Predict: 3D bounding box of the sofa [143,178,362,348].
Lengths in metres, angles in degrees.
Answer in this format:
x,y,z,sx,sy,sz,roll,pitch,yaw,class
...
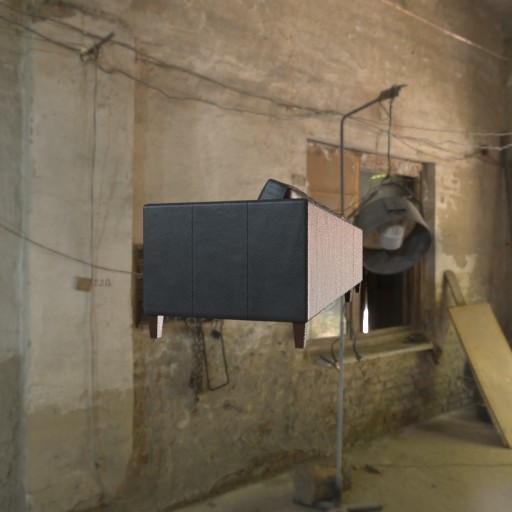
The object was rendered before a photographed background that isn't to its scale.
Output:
x,y,z,sx,sy,sz,roll,pitch,yaw,class
0.000,0.000,3.924,1.581,0.883,3.203,0,1,18,sofa
